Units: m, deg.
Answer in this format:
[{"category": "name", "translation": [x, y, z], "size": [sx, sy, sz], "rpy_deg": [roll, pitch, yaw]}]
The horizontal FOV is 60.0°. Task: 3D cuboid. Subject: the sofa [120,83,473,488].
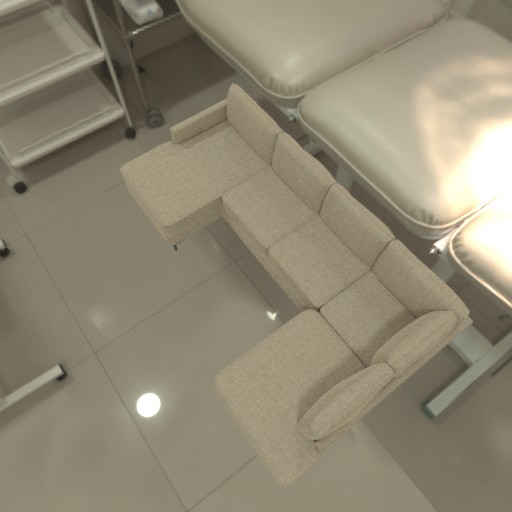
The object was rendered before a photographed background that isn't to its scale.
[{"category": "sofa", "translation": [0.000, 0.000, 4.218], "size": [2.021, 0.996, 3.423], "rpy_deg": [-33, 67, -16]}]
